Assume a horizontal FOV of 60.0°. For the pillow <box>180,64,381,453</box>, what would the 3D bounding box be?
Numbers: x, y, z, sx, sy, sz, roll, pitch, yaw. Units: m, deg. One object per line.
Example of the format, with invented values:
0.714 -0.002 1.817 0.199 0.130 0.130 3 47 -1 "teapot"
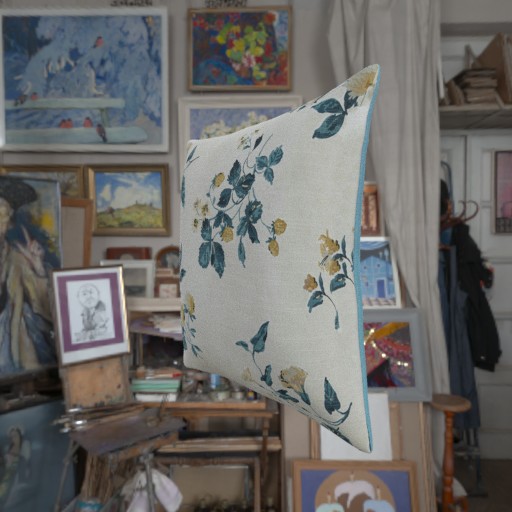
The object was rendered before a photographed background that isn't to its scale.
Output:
0.000 0.000 0.786 0.166 0.507 0.526 -1 2 -36 "pillow"
